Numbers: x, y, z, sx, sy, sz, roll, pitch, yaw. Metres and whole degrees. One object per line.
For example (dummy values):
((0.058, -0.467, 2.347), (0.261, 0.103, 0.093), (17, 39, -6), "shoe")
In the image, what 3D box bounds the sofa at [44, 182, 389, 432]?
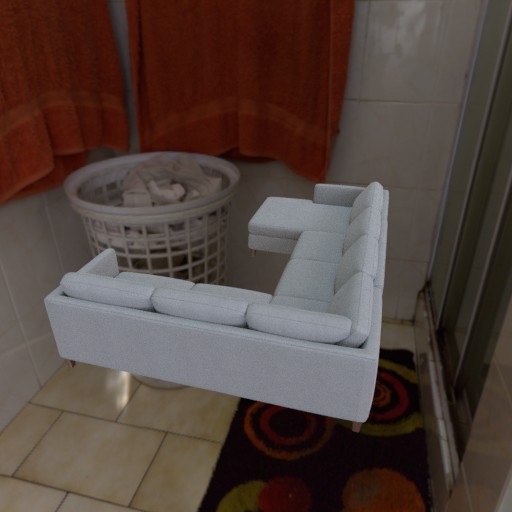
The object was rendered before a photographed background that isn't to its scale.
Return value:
((0.000, 0.000, 4.581), (2.551, 0.853, 3.238), (8, 30, 14), "sofa")
